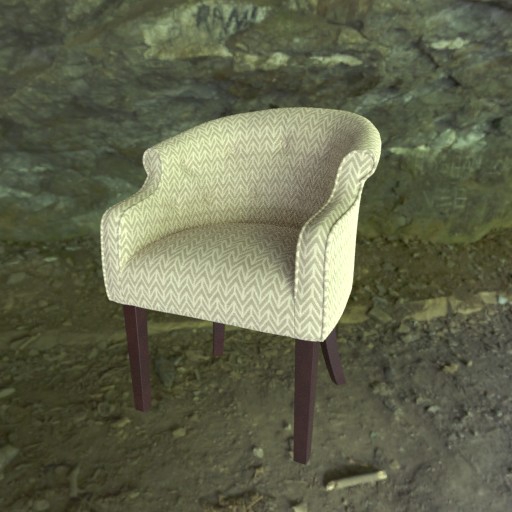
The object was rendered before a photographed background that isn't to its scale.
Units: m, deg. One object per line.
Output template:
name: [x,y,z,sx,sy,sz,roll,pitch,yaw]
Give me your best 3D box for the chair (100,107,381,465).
chair: [0.000,0.000,1.295,0.686,0.858,0.613,7,16,25]
